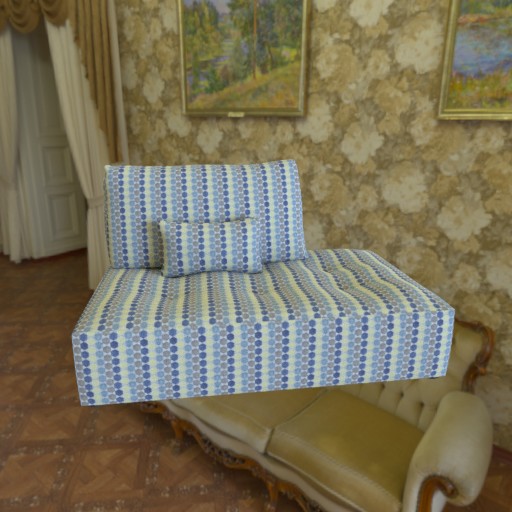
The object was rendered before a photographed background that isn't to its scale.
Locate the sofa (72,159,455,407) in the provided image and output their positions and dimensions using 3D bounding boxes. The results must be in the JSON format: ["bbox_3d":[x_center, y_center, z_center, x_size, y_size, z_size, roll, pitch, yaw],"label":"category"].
[{"bbox_3d":[0.000,0.000,2.046,1.450,0.820,1.000,-2,17,-8],"label":"sofa"}]
